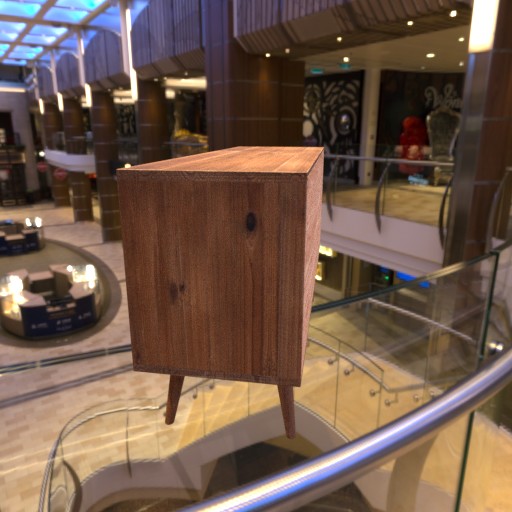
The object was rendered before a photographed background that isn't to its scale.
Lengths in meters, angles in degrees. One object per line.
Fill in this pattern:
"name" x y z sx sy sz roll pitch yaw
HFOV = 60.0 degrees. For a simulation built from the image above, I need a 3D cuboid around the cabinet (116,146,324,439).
"cabinet" 0.000 0.000 1.783 0.472 0.800 1.400 3 16 9
